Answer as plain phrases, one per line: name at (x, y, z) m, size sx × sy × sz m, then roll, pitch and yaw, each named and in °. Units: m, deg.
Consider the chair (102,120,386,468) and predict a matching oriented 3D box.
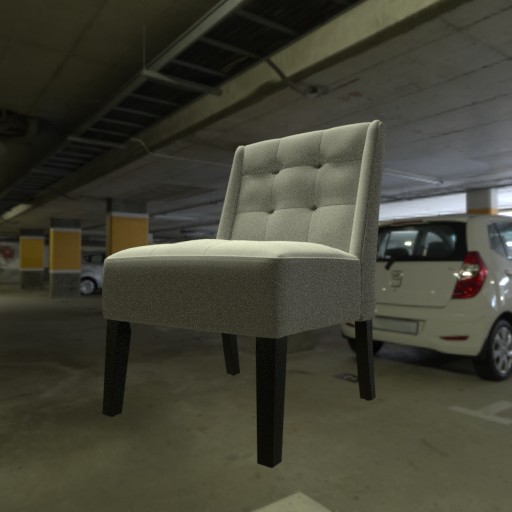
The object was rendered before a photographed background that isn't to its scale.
chair at (0.000, 0.000, 1.292) m, size 0.569 × 0.853 × 0.676 m, roll -1°, pitch -1°, yaw 35°
